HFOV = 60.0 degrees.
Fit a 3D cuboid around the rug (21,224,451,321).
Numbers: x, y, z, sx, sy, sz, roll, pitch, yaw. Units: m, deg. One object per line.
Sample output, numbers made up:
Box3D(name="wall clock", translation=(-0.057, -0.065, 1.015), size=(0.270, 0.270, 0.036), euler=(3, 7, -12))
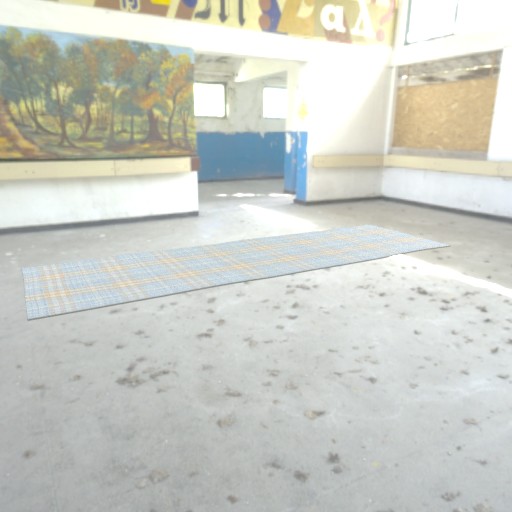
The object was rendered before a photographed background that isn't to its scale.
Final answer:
Box3D(name="rug", translation=(0.000, 0.000, 2.606), size=(2.439, 0.013, 0.762), euler=(-8, 18, -27))
